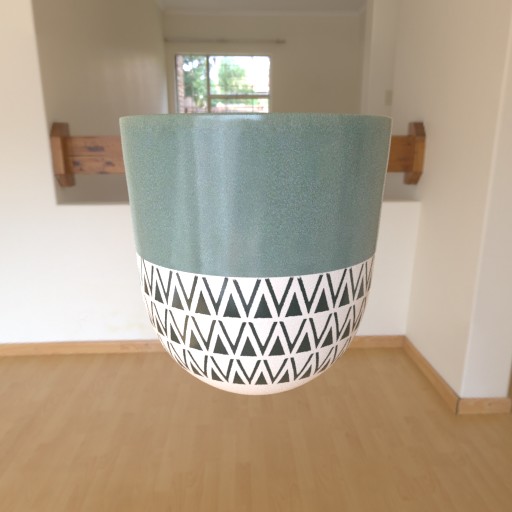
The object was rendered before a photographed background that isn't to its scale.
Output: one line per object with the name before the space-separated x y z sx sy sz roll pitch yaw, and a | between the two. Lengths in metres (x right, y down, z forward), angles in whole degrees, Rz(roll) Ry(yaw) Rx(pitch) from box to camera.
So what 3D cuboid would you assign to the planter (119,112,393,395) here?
planter | 0.000 0.000 0.362 0.198 0.214 0.198 0 15 0
